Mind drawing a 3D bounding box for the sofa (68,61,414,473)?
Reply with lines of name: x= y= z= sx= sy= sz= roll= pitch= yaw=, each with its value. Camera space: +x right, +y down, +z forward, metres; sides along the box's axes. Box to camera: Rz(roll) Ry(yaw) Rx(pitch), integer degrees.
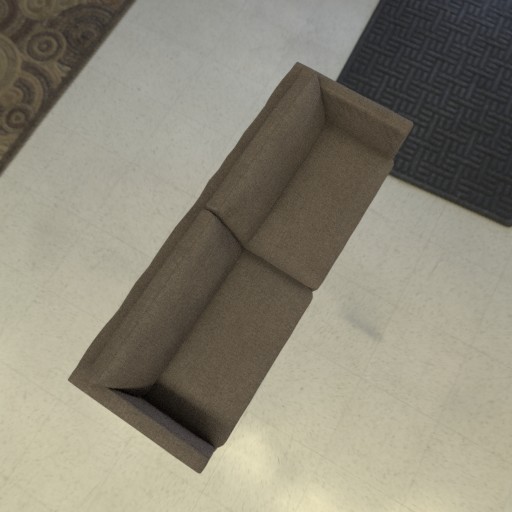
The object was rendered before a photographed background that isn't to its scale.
sofa: x=0.000 y=0.000 z=3.274 sx=1.036 sy=0.998 sz=2.779 roll=31 pitch=77 yaw=8
